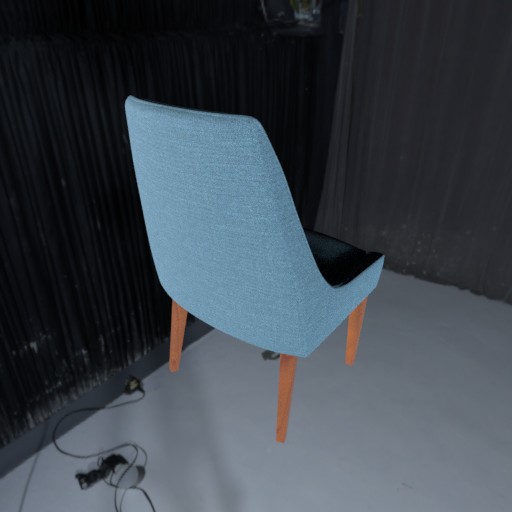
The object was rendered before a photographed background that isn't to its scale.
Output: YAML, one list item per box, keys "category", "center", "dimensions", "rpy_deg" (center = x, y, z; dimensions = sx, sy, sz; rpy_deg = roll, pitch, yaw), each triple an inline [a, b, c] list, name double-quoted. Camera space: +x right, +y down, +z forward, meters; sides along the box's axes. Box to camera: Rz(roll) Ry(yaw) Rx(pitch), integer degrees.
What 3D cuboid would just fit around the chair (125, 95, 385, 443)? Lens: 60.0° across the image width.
- category: "chair"
  center: [0.000, 0.000, 1.207]
  dimensions: [0.529, 0.861, 0.544]
  rpy_deg: [21, 36, 33]
